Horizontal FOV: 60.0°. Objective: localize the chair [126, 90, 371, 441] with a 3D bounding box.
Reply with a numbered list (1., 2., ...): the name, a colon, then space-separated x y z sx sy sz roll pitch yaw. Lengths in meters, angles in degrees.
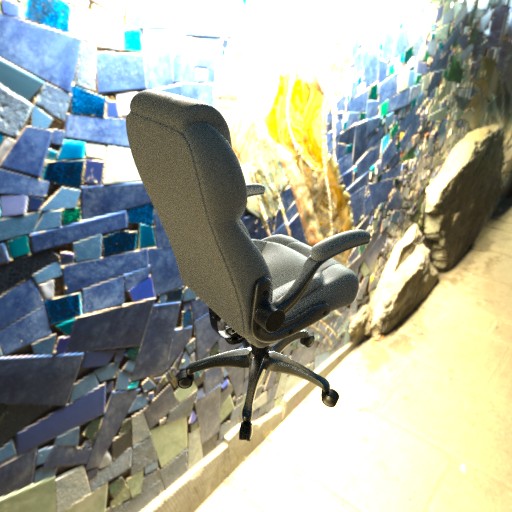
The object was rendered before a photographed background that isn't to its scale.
1. chair: 0.000 0.000 1.850 0.806 1.330 0.755 -18 32 -31
